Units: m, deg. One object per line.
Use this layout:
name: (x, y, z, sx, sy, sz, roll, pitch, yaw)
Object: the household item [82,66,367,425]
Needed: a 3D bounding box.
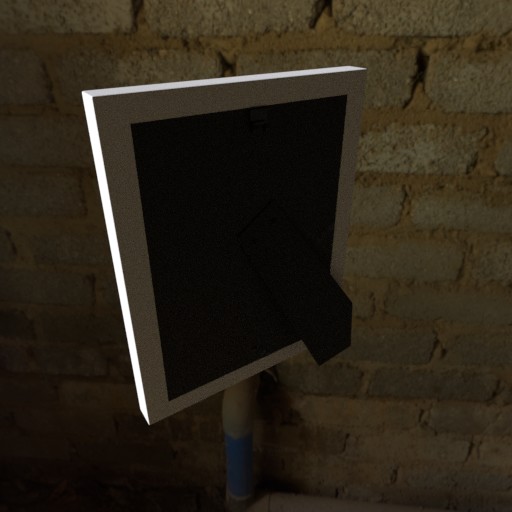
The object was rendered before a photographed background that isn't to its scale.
household item: (0.000, 0.000, 0.336, 0.200, 0.250, 0.045, -18, 34, -29)
